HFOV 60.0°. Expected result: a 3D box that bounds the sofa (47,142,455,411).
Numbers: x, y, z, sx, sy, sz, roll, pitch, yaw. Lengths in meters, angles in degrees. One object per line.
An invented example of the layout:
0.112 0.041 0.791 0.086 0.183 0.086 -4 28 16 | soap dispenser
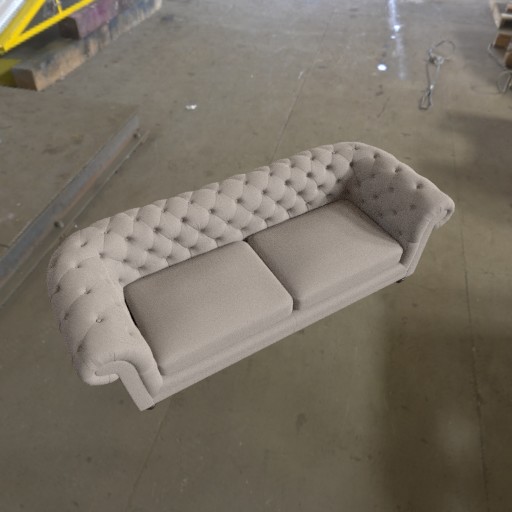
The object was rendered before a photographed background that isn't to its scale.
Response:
0.000 0.000 2.856 2.411 0.749 0.991 -23 50 -21 | sofa
